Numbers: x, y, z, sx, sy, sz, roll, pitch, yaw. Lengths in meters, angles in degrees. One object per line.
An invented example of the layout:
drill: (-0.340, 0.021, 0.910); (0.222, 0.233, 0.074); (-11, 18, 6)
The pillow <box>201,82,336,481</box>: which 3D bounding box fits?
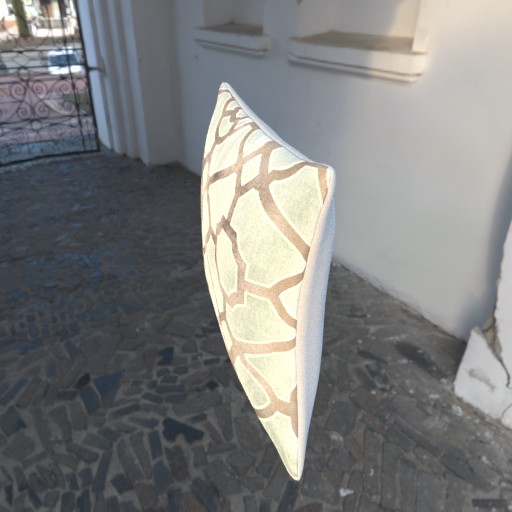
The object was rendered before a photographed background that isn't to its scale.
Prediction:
pillow: (0.000, 0.000, 0.795); (0.166, 0.508, 0.552); (-8, 31, -13)
